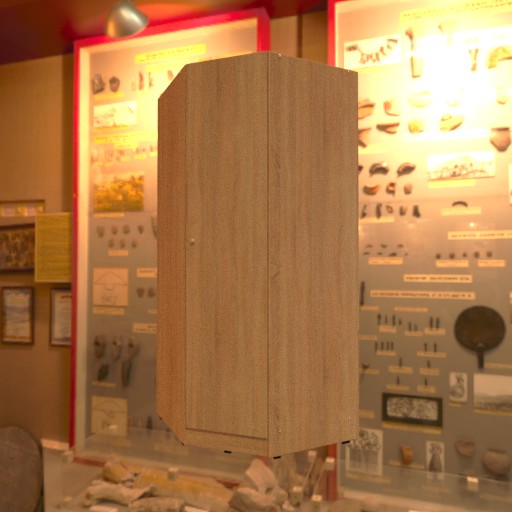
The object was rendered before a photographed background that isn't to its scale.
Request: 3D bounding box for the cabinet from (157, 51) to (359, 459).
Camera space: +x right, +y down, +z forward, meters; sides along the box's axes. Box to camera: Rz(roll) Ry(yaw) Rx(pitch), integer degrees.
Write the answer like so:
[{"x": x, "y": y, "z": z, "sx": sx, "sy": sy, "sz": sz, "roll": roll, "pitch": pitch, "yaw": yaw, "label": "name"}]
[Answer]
[{"x": 0.000, "y": 0.000, "z": 2.871, "sx": 1.327, "sy": 2.120, "sz": 1.094, "roll": 0, "pitch": -1, "yaw": 19, "label": "cabinet"}]
